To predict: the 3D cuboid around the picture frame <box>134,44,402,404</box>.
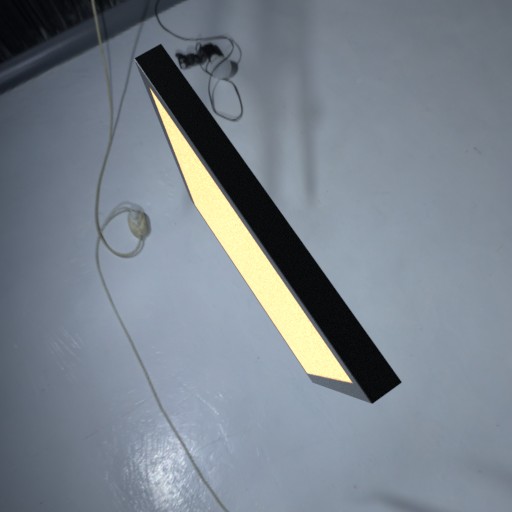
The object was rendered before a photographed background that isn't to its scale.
[{"bbox_3d":[0.000,0.000,0.537,0.029,0.353,0.355,-33,79,-7],"label":"picture frame"}]
